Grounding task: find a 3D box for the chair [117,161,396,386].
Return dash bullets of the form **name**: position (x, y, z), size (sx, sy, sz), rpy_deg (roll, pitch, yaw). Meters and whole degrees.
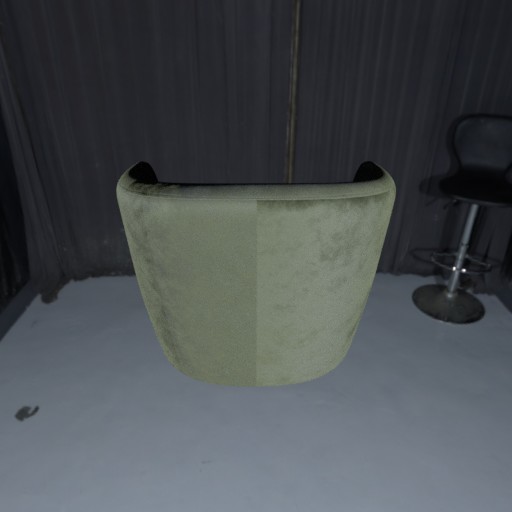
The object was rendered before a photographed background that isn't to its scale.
- **chair**: position (0.000, 0.000, 1.365), size (0.773, 0.698, 0.767), rpy_deg (0, 29, 0)
